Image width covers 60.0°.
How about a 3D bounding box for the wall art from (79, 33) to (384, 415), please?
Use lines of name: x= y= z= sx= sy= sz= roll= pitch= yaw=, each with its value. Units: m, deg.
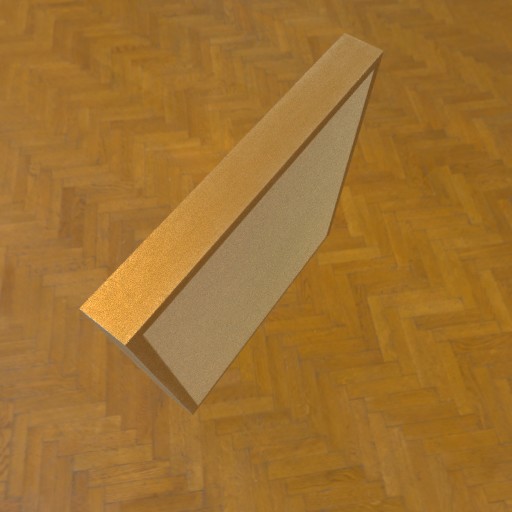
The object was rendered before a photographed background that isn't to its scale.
wall art: x=0.000 y=0.000 z=0.450 sx=0.038 sy=0.305 sz=0.306 roll=33 pitch=68 yaw=15
